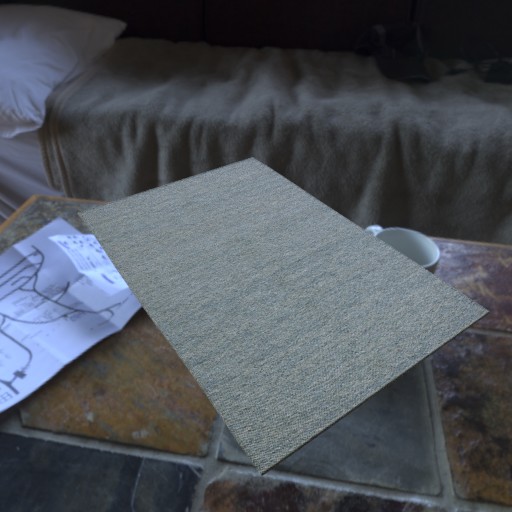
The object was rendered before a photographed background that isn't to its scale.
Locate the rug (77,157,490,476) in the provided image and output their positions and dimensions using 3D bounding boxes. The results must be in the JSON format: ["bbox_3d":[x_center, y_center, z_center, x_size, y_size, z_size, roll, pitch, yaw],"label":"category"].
[{"bbox_3d":[0.000,0.000,2.811,1.547,0.013,2.283,-24,44,-27],"label":"rug"}]
